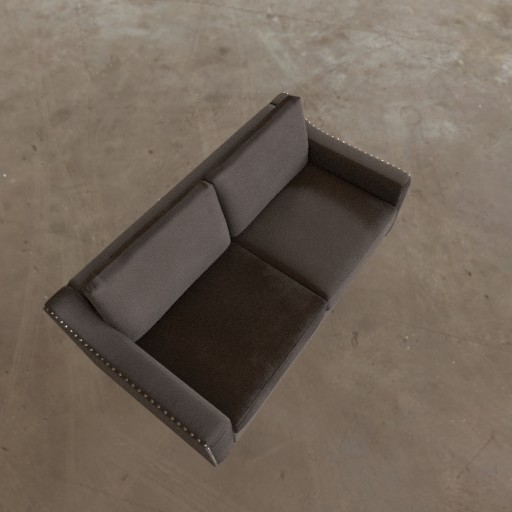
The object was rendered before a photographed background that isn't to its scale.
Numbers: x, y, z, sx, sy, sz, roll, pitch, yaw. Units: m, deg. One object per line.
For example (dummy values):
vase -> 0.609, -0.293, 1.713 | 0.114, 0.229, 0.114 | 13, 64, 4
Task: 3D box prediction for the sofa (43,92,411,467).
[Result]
sofa -> 0.000, 0.000, 3.337 | 1.336, 1.196, 2.550 | 32, 62, 19
